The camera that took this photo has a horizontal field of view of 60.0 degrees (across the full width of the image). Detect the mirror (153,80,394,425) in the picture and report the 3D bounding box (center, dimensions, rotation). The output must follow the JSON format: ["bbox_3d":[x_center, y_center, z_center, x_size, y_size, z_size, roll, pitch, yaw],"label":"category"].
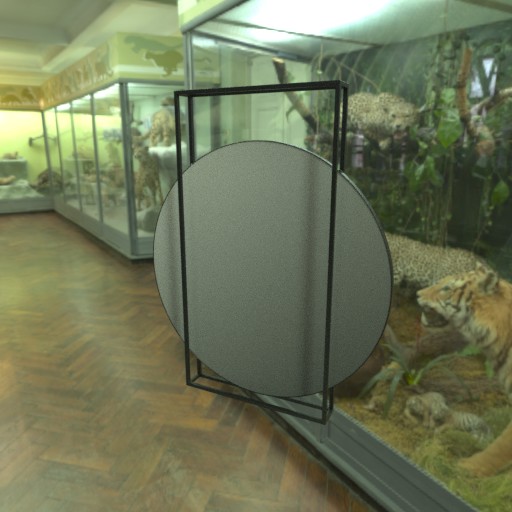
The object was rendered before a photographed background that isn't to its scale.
[{"bbox_3d":[0.000,0.000,0.843,0.508,0.603,0.051,7,16,26],"label":"mirror"}]
